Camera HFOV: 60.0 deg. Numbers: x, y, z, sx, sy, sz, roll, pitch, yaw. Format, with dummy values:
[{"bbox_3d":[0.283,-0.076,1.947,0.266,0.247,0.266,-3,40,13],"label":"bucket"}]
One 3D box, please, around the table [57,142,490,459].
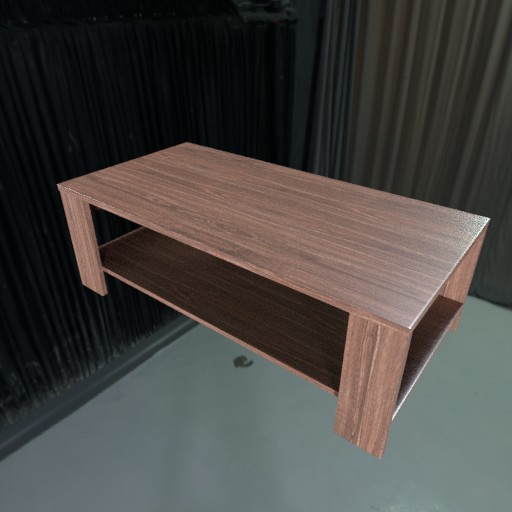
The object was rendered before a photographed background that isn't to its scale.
[{"bbox_3d":[0.000,0.000,1.459,1.200,0.400,0.600,22,37,32],"label":"table"}]
